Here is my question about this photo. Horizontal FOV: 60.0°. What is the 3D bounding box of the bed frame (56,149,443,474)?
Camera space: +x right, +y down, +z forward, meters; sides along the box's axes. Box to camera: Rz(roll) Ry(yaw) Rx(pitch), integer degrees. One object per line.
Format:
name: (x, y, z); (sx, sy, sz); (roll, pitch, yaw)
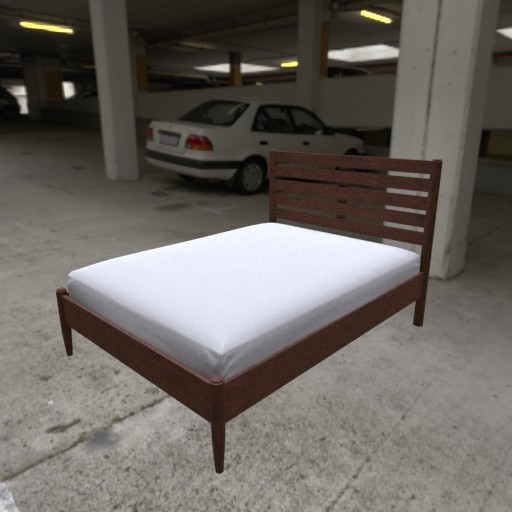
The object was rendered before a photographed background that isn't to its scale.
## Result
bed frame: (0.000, 0.000, 3.181); (1.655, 1.321, 2.234); (16, 23, 41)
